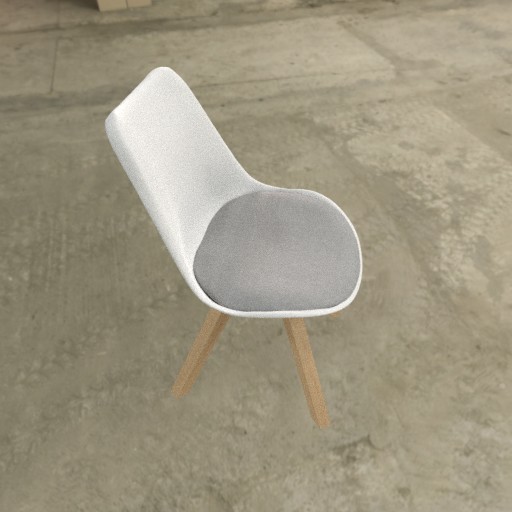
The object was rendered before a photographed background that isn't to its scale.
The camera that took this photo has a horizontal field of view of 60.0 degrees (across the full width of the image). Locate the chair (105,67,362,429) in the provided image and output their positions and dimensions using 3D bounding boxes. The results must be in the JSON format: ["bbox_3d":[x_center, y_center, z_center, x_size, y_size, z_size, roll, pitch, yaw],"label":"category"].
[{"bbox_3d":[0.000,0.000,1.166,0.550,0.850,0.485,9,45,9],"label":"chair"}]
